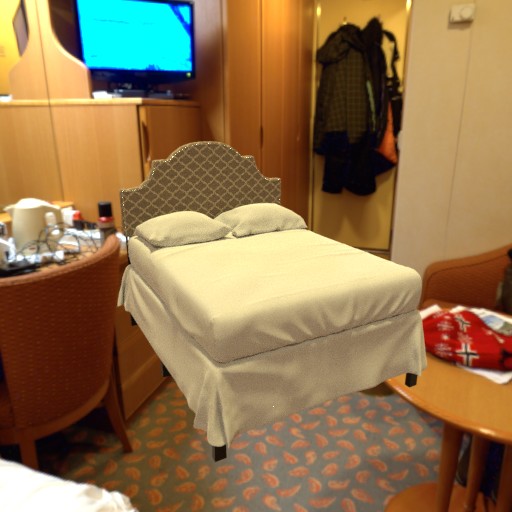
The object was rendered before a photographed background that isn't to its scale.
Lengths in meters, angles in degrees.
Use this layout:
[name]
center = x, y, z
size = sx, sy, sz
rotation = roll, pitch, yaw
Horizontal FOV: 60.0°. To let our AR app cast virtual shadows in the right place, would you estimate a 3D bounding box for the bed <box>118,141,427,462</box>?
[bed]
center = 0.000, 0.000, 3.431
size = 1.780, 1.633, 2.222
rotation = -9, 20, -27
